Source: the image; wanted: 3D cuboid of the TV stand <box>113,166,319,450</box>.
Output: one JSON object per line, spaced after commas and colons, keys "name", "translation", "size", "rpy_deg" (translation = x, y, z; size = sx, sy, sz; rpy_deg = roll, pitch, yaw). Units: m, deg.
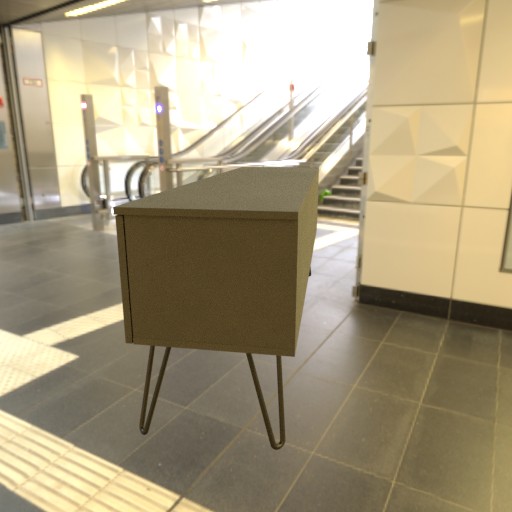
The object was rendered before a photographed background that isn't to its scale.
{"name": "TV stand", "translation": [0.000, 0.000, 1.632], "size": [0.400, 0.560, 1.400], "rpy_deg": [2, 15, 9]}
